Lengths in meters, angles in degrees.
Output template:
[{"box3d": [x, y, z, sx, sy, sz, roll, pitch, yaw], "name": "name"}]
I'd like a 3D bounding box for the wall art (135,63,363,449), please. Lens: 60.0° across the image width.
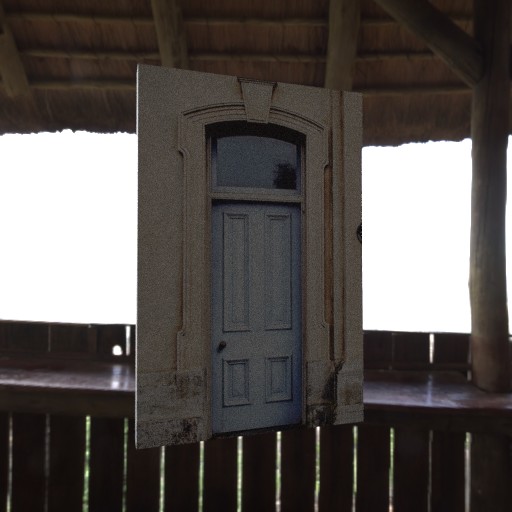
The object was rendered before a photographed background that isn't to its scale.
[{"box3d": [0.000, 0.000, 0.775, 0.403, 0.607, 0.036, 0, -1, -18], "name": "wall art"}]
